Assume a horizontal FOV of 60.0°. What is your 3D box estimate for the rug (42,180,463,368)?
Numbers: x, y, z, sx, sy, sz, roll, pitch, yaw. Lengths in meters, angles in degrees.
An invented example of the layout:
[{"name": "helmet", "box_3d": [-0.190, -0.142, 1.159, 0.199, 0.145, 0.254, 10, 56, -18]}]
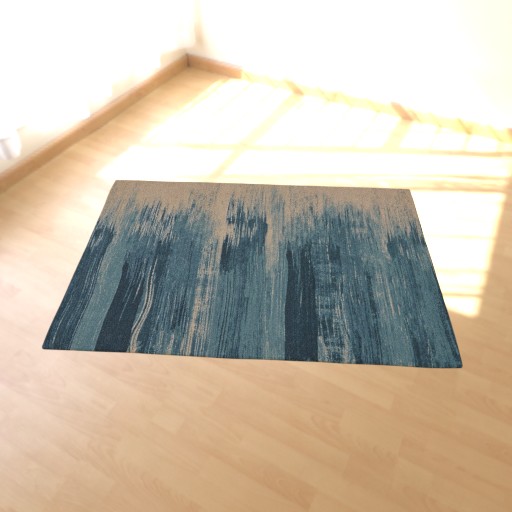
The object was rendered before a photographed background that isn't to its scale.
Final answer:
[{"name": "rug", "box_3d": [0.000, 0.000, 2.330, 1.836, 0.009, 1.232, 2, 47, 2]}]
